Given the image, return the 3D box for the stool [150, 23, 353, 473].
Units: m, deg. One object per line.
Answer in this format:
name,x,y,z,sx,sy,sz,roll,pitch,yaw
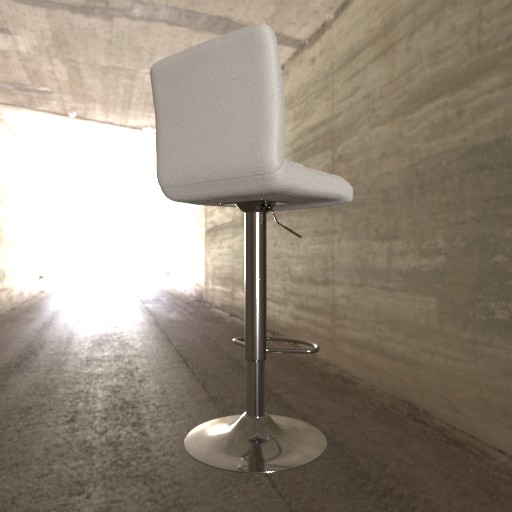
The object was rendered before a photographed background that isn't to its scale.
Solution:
stool,0.000,0.000,1.342,0.430,1.115,0.505,0,-1,36
